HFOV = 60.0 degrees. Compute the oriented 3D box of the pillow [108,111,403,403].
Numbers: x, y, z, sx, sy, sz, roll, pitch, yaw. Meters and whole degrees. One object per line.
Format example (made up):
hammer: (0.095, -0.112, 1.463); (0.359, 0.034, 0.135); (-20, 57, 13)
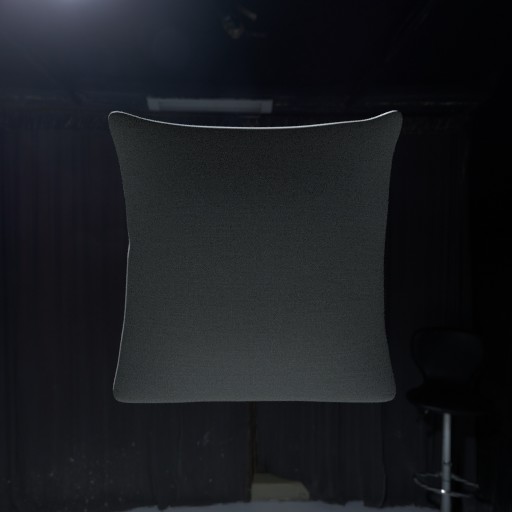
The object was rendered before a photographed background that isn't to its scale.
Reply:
pillow: (0.000, 0.000, 0.688); (0.451, 0.449, 0.191); (0, 1, -1)
